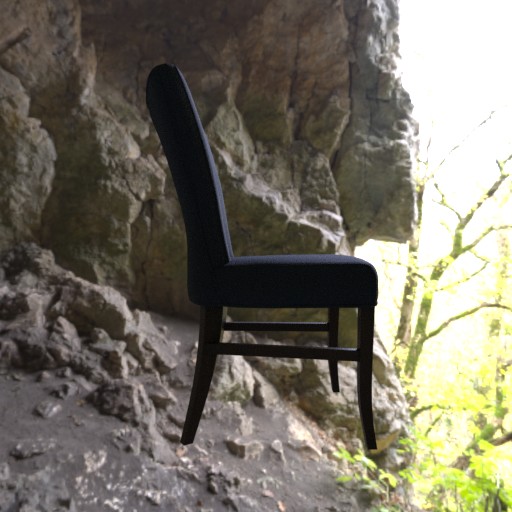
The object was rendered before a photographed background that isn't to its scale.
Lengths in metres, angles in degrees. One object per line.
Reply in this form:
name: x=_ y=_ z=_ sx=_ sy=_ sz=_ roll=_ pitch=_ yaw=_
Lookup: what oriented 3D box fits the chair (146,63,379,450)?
chair: x=0.000 y=0.000 z=1.374 sx=0.660 sy=0.991 sz=0.520 roll=0 pitch=0 yaw=-1
